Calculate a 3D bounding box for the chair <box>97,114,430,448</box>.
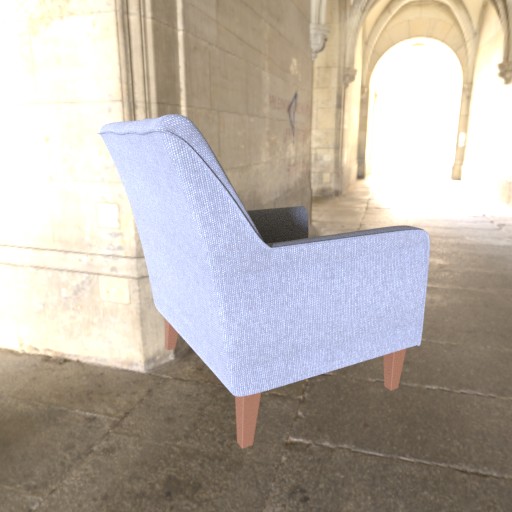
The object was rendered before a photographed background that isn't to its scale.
[{"bbox_3d":[0.000,0.000,1.585,0.899,0.919,0.780,-8,17,-28],"label":"chair"}]
